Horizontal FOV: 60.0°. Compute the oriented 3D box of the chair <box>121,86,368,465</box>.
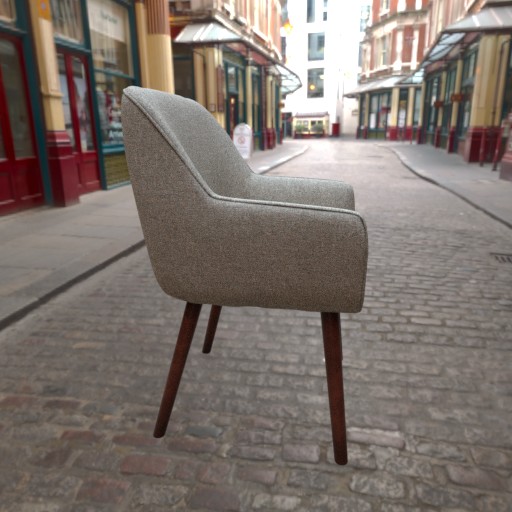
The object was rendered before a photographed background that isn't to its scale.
[{"bbox_3d":[0.000,0.000,1.144,0.519,0.803,0.543,3,16,9],"label":"chair"}]
